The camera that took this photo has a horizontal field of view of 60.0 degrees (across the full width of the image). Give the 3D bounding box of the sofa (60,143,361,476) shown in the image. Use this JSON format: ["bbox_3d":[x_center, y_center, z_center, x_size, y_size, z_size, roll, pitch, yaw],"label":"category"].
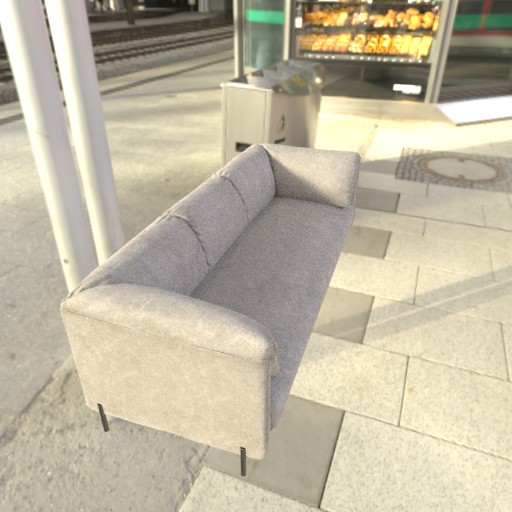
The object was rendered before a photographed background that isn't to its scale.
[{"bbox_3d":[0.000,0.000,2.633,0.899,0.758,2.238,10,32,17],"label":"sofa"}]
